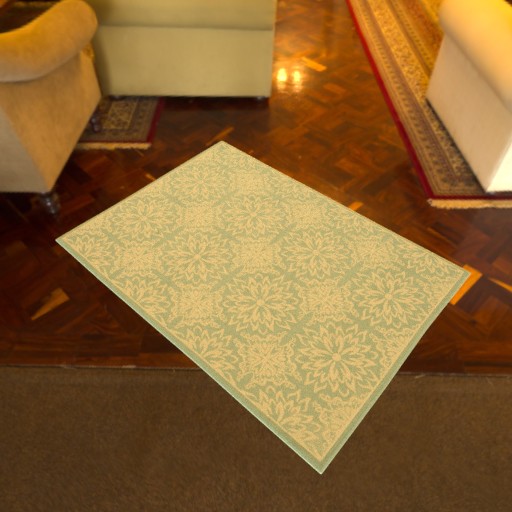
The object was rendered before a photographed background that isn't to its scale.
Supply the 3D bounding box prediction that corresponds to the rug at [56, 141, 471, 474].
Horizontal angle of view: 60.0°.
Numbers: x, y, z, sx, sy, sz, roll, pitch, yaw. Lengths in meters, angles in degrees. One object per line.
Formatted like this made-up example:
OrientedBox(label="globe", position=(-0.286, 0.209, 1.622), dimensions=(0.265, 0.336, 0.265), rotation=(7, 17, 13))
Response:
OrientedBox(label="rug", position=(0.000, 0.000, 2.881), dimensions=(2.205, 0.014, 1.589), rotation=(34, 56, 27))
